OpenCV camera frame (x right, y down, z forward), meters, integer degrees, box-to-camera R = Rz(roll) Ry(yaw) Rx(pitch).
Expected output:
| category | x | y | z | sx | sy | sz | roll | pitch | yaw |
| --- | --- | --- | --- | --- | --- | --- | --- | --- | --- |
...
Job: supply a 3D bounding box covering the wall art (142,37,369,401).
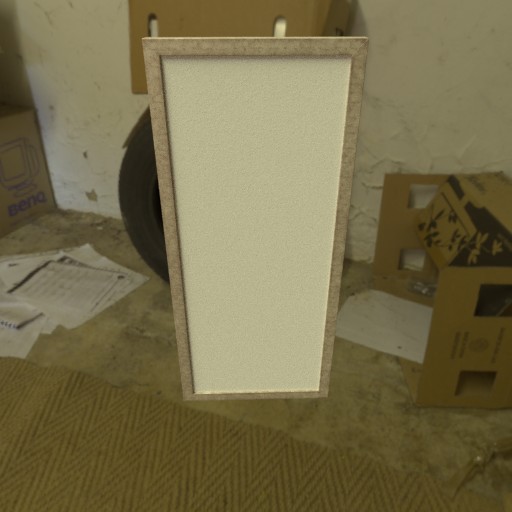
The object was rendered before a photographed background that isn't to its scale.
| category | x | y | z | sx | sy | sz | roll | pitch | yaw |
| --- | --- | --- | --- | --- | --- | --- | --- | --- | --- |
| wall art | 0.000 | 0.000 | 1.649 | 0.648 | 1.461 | 0.051 | -1 | 30 | -2 |
